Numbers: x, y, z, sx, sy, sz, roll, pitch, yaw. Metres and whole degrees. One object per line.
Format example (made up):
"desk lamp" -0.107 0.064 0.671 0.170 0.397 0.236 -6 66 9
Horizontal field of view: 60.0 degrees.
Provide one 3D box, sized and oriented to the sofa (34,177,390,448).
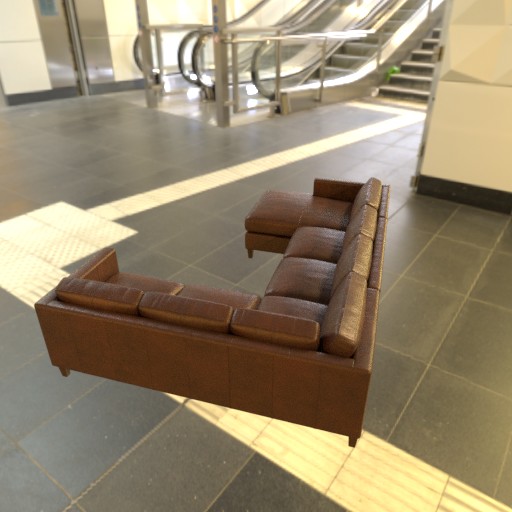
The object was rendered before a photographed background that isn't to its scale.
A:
"sofa" 0.000 0.000 4.488 2.452 0.891 3.324 8 31 14
